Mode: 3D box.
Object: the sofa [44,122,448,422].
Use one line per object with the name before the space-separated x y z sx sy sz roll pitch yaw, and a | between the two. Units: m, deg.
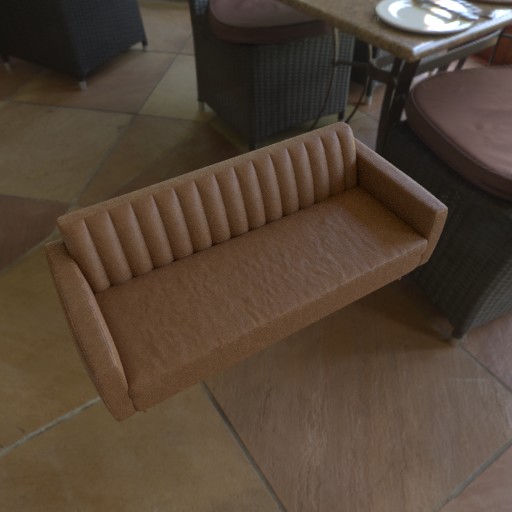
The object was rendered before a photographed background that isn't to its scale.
sofa | 0.000 0.000 2.778 2.291 0.821 0.990 -24 51 -20
